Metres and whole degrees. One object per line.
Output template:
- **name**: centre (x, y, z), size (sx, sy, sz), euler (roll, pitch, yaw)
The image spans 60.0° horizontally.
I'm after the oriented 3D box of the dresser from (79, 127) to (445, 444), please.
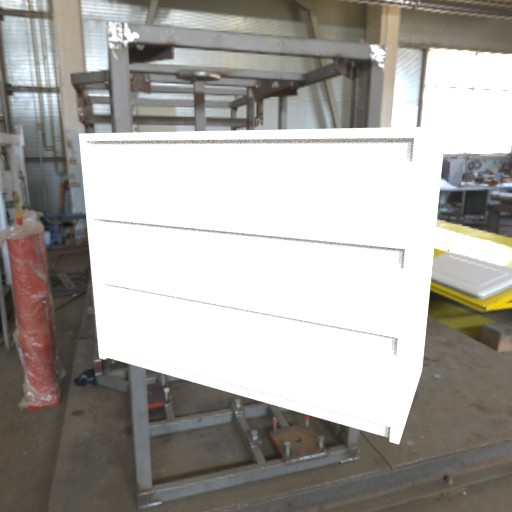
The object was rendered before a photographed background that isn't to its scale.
- **dresser**: centre (0.000, 0.000, 1.536), size (1.100, 0.820, 0.460), euler (7, 15, 26)
